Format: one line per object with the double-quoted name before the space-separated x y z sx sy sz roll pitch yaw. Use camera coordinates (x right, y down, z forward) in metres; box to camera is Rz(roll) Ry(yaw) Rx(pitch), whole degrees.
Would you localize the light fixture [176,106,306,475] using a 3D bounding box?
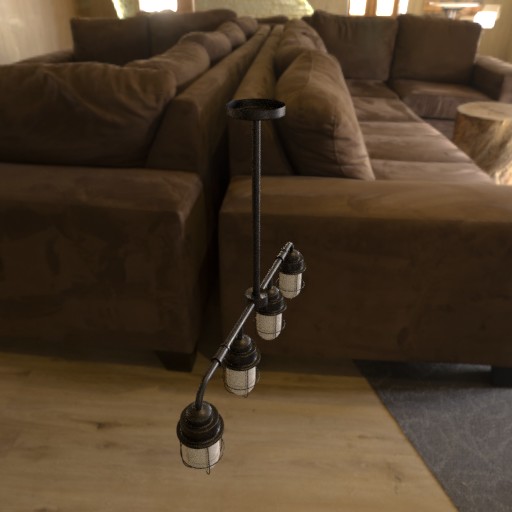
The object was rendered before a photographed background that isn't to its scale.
"light fixture" 0.000 0.000 1.188 0.131 0.785 0.852 10 32 17
